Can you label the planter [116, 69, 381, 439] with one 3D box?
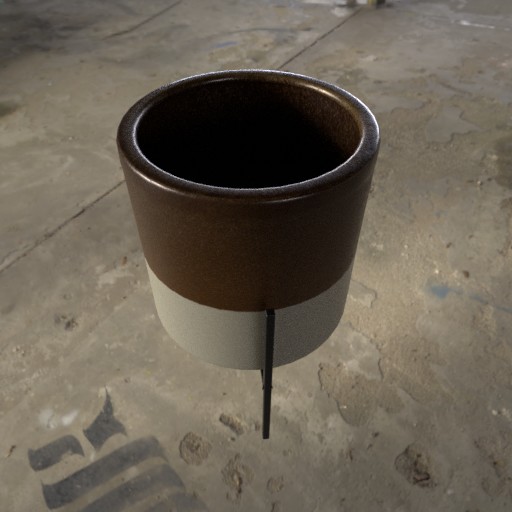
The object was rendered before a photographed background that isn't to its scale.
[{"bbox_3d":[0.000,0.000,0.555,0.269,0.375,0.255,-30,52,-27],"label":"planter"}]
